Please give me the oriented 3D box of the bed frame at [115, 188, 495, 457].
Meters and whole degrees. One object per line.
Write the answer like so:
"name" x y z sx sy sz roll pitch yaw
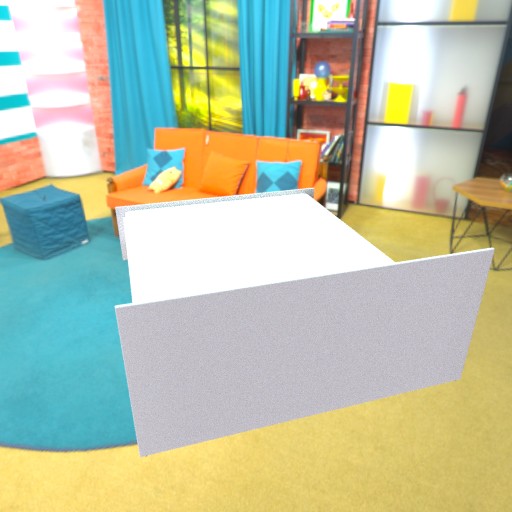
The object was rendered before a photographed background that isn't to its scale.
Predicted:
"bed frame" 0.000 0.000 2.918 1.720 0.800 2.060 -8 27 -15
